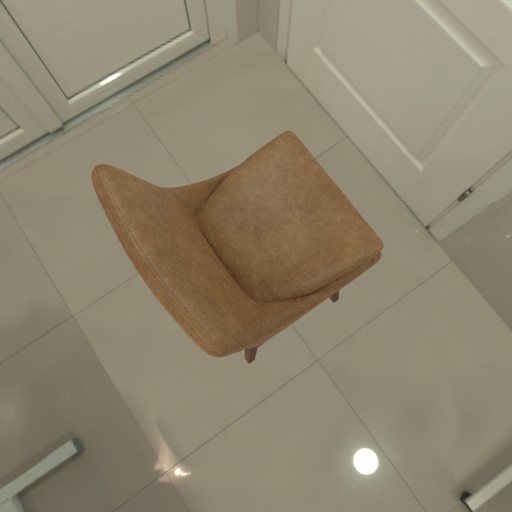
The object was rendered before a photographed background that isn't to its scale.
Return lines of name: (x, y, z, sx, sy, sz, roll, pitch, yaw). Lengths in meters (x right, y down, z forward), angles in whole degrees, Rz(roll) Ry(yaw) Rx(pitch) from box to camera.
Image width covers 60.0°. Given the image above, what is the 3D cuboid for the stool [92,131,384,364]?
stool: (0.000, 0.000, 1.399, 0.572, 1.079, 0.487, -34, 78, -9)
